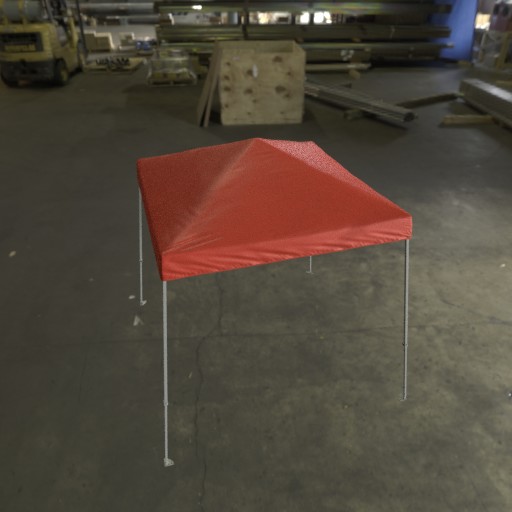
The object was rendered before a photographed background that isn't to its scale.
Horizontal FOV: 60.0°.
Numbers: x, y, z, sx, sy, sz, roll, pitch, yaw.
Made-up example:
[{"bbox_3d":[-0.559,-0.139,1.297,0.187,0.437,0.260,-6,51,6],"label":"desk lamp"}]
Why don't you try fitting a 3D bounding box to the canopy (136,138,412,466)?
[{"bbox_3d":[0.000,0.000,5.290,2.850,2.850,2.849,-10,33,-15],"label":"canopy"}]
